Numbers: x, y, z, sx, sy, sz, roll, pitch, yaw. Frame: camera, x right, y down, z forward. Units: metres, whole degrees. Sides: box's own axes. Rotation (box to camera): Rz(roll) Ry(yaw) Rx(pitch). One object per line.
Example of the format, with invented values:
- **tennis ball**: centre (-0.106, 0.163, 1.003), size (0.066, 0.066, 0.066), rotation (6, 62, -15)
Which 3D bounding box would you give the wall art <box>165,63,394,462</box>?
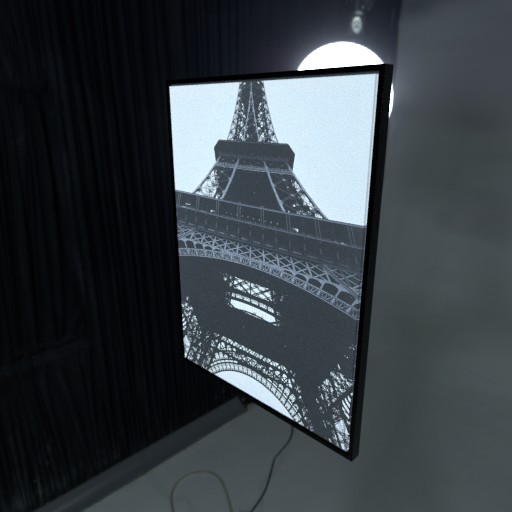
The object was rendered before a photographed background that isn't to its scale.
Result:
- **wall art**: centre (0.000, 0.000, 1.395), size (0.805, 1.062, 0.040), rotation (17, 24, 41)
